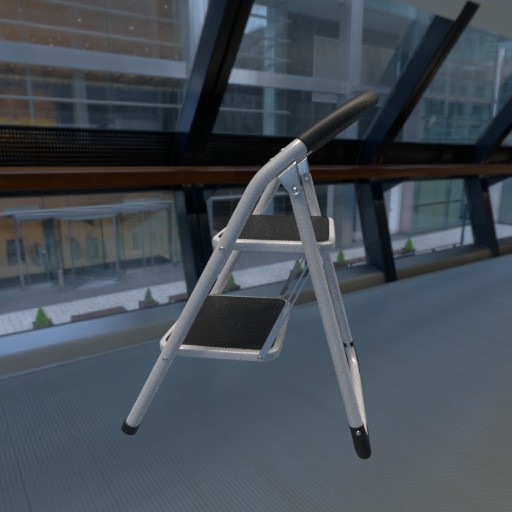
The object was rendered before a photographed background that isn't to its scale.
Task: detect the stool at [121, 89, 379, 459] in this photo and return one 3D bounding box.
[{"bbox_3d":[0.000,0.000,1.093,0.559,0.760,0.453,2,14,9],"label":"stool"}]
